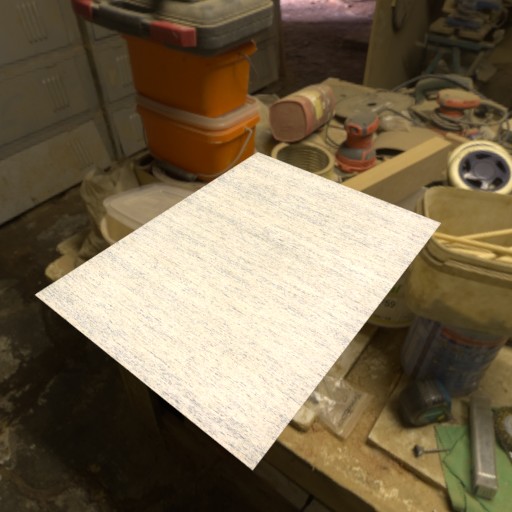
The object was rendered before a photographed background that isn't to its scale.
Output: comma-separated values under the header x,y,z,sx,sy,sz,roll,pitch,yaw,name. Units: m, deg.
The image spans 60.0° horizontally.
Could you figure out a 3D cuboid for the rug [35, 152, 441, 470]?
x,y,z,sx,sy,sz,roll,pitch,yaw,name
0.000,0.000,4.279,2.438,0.006,3.197,28,49,27,rug
